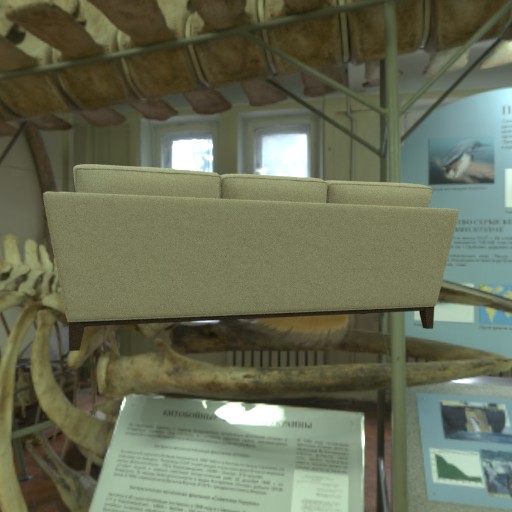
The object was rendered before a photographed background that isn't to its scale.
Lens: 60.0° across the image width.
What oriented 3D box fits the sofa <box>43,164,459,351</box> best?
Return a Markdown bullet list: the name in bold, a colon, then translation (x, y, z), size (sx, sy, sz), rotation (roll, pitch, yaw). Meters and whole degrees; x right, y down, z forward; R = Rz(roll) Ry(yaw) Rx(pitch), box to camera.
- **sofa**: translation (0.000, 0.000, 2.868), size (2.388, 0.940, 0.965), rotation (0, 0, -18)
